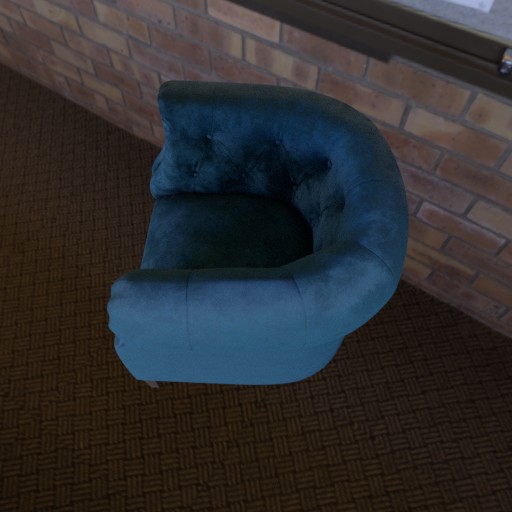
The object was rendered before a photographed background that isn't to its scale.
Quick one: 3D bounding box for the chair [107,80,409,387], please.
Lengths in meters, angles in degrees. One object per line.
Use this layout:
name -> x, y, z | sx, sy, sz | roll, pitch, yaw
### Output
chair -> 0.000, 0.000, 1.538 | 0.851, 0.826, 0.904 | 2, 59, 1
